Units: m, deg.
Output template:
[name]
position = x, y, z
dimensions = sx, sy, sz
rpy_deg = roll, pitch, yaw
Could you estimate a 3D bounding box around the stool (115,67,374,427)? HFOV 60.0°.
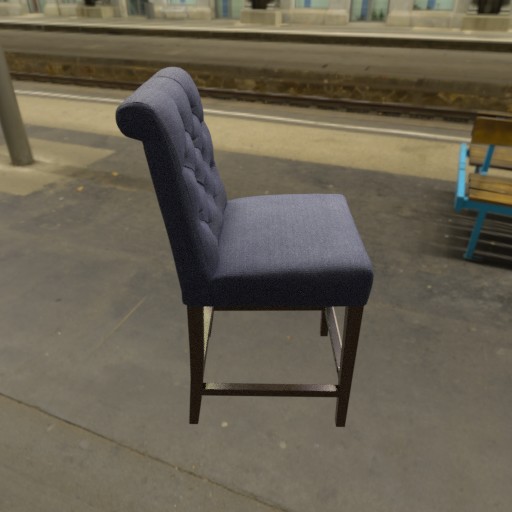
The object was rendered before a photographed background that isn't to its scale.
[stool]
position = 0.000, 0.000, 1.348
dimensions = 0.601, 1.010, 0.493
rpy_deg = 0, 32, 0
